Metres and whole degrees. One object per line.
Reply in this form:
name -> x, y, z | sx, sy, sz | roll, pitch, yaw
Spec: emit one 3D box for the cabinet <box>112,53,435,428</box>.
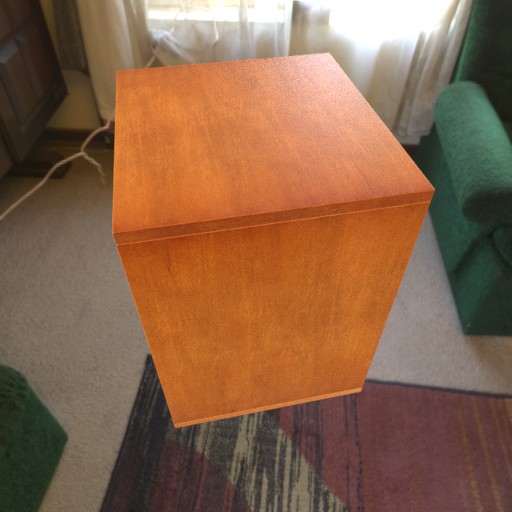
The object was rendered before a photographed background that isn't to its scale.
cabinet -> 0.000, 0.000, 0.854 | 0.401, 0.579, 0.409 | -8, 47, -8
